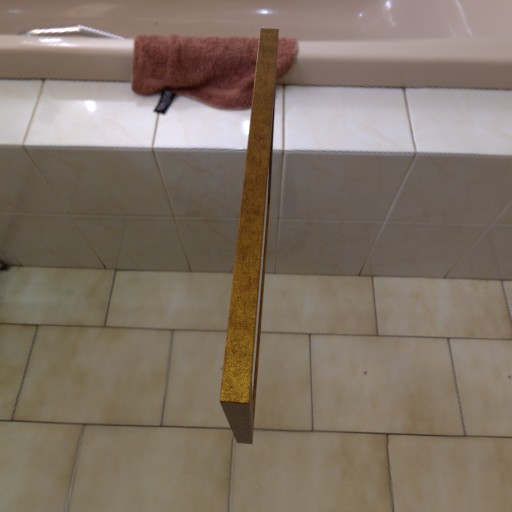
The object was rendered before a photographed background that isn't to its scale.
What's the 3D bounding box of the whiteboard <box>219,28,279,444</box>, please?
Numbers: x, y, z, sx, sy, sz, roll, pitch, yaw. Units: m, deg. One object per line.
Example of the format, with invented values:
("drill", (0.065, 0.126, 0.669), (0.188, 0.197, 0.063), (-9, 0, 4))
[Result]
("whiteboard", (0.000, 0.000, 0.763), (0.029, 0.457, 0.561), (4, 63, 2))
